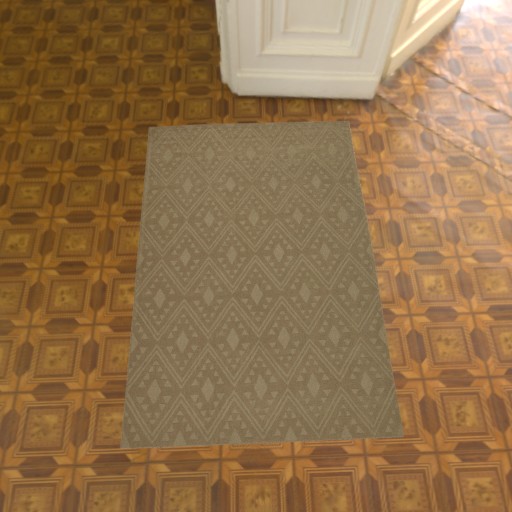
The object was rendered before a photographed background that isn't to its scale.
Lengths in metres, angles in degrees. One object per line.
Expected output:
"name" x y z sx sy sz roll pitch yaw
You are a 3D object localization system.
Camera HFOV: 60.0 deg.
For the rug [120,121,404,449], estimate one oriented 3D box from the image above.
"rug" 0.000 0.000 2.346 1.252 0.034 1.829 -2 64 -1
